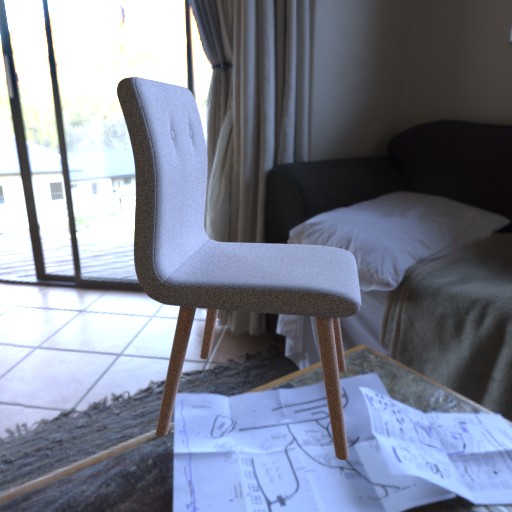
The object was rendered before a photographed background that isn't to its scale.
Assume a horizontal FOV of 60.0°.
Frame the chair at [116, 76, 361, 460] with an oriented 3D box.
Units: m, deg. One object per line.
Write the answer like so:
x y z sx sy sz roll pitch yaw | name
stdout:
0.000 0.000 1.200 0.550 0.885 0.435 3 17 10 | chair
